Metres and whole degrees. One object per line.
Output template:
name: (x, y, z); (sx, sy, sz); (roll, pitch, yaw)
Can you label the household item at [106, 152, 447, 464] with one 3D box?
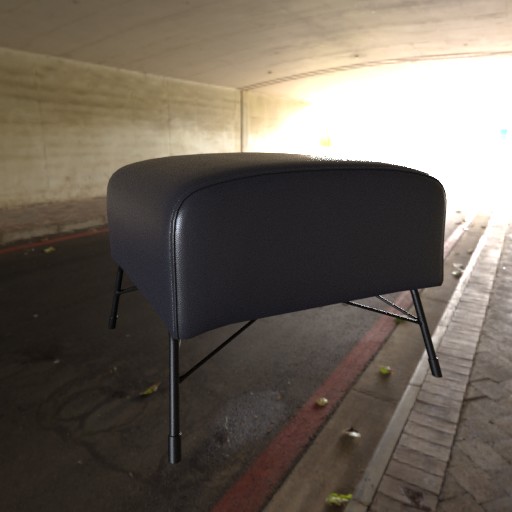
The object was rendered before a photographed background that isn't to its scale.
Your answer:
household item: (0.000, 0.000, 0.899); (0.530, 0.410, 0.530); (-7, 16, -26)
